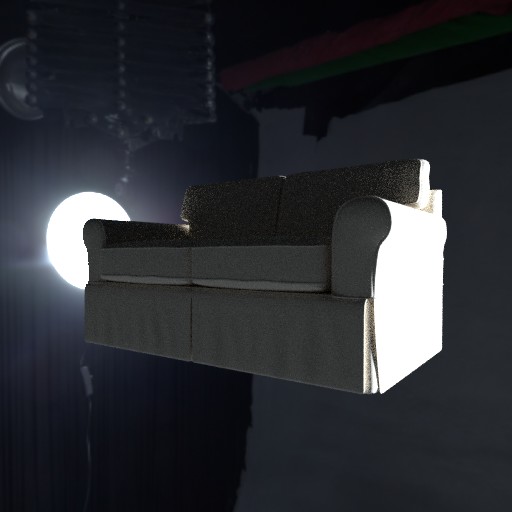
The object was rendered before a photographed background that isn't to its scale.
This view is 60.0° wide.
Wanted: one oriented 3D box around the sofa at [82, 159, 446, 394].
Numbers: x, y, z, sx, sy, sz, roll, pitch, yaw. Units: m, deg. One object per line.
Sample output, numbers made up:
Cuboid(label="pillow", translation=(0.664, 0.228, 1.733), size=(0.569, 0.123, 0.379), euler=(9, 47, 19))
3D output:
Cuboid(label="sofa", translation=(0.000, 0.000, 2.314), size=(1.727, 0.940, 0.991), euler=(0, 0, 35))
